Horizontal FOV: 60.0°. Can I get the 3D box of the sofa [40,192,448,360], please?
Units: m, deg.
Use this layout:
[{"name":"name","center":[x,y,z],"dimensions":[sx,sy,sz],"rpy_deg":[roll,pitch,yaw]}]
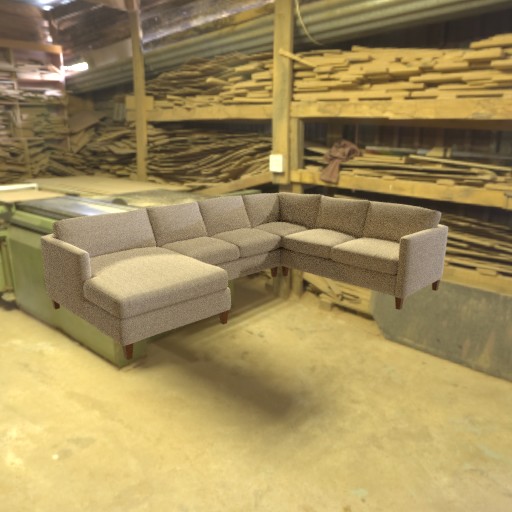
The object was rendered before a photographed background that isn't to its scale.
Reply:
[{"name":"sofa","center":[0.000,0.000,4.650],"dimensions":[3.460,0.961,2.594],"rpy_deg":[-14,20,-42]}]
